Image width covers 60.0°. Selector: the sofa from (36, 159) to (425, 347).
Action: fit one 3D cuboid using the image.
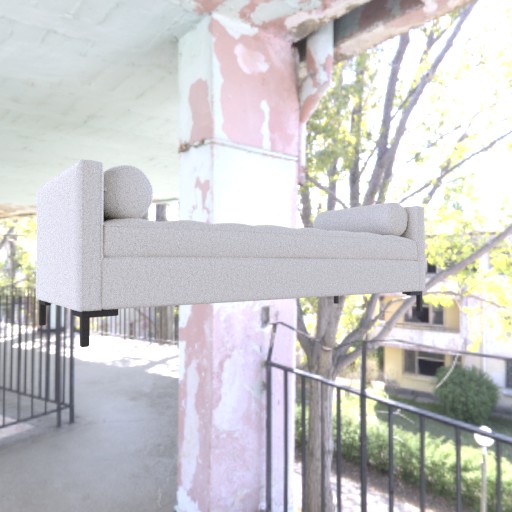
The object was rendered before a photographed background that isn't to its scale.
[{"bbox_3d":[0.000,0.000,2.326,1.985,0.641,0.746,1,-2,-37],"label":"sofa"}]
